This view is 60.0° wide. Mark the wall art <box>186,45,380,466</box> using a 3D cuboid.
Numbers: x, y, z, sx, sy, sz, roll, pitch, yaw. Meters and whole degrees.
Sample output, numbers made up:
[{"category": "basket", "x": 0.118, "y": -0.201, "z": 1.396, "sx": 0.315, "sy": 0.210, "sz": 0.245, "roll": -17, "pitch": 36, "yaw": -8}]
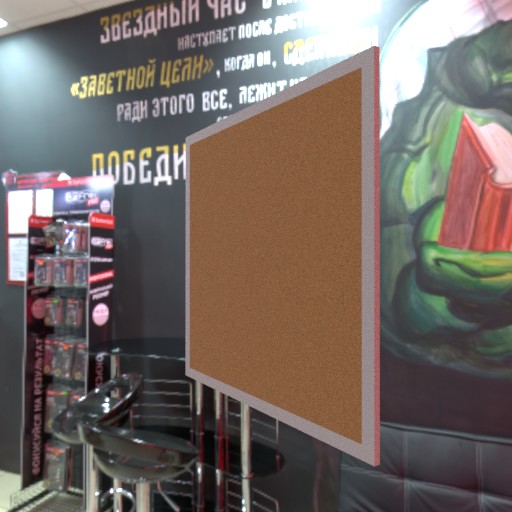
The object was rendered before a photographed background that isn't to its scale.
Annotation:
[{"category": "wall art", "x": 0.000, "y": 0.000, "z": 0.669, "sx": 0.009, "sy": 0.457, "sz": 0.456, "roll": 0, "pitch": 0, "yaw": -35}]
